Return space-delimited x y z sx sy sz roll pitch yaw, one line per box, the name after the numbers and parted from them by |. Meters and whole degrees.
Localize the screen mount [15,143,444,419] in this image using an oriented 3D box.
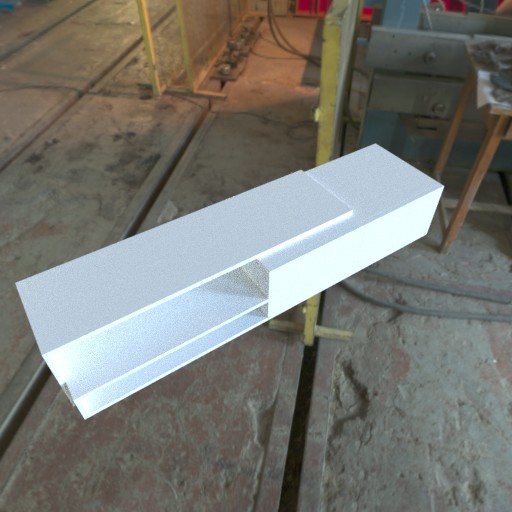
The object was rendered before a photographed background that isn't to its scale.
0.000 0.000 1.818 1.680 0.320 0.420 -25 50 -23 | screen mount
